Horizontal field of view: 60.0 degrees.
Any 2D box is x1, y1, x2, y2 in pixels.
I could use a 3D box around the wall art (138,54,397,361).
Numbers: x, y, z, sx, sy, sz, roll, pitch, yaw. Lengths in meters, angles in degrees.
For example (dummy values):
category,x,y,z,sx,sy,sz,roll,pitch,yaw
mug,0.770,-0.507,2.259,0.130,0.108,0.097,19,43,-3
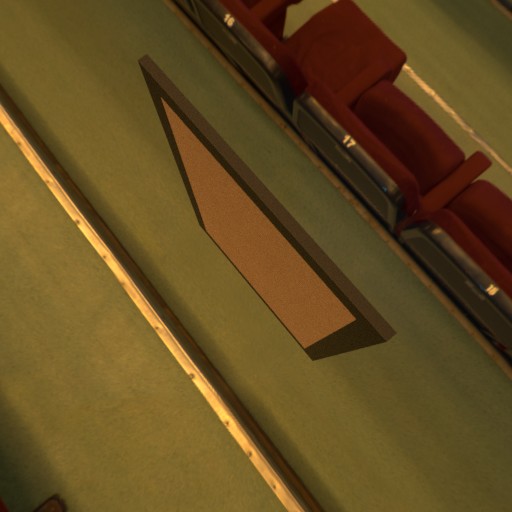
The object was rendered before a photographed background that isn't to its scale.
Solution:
category,x,y,z,sx,sy,sz,roll,pitch,yaw
wall art,0.000,0.000,0.690,0.013,0.534,0.381,-38,78,-10
